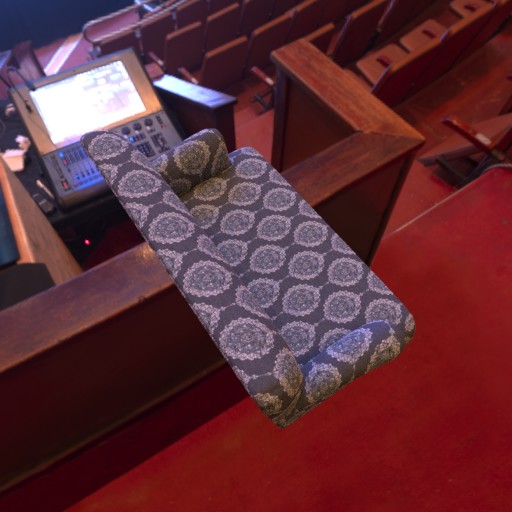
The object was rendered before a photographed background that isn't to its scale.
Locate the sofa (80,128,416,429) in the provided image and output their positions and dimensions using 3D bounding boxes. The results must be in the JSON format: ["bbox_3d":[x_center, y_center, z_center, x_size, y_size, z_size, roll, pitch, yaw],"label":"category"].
[{"bbox_3d":[0.000,0.000,1.822,0.779,0.867,1.297,-31,63,-17],"label":"sofa"}]
